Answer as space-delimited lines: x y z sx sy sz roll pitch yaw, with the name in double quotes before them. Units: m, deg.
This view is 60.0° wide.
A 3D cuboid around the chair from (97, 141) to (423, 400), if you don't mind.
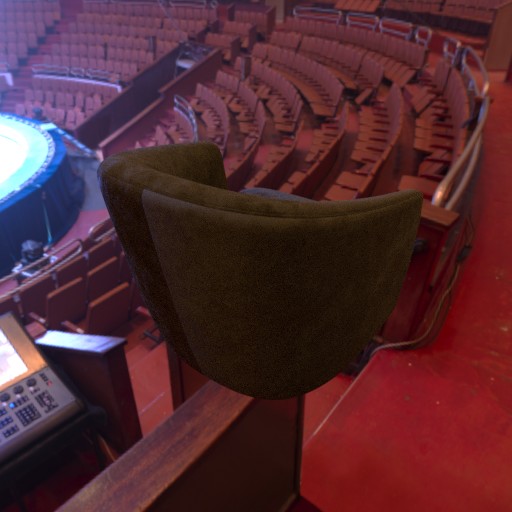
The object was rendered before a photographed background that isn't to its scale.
"chair" 0.000 0.000 1.328 0.773 0.698 0.767 21 36 32
